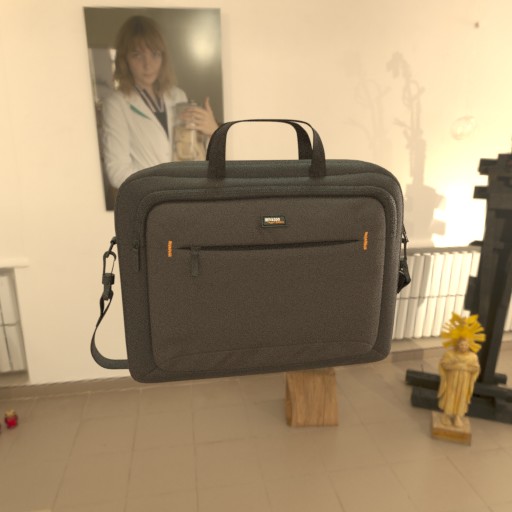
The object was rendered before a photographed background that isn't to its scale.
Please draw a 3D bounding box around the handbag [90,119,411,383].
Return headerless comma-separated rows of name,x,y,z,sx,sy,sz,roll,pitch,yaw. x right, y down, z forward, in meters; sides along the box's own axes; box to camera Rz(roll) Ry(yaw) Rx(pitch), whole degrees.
handbag,0.000,0.000,0.414,0.320,0.244,0.089,-3,16,-10
